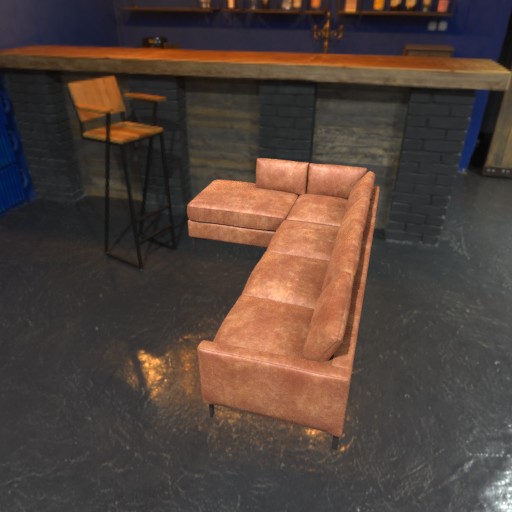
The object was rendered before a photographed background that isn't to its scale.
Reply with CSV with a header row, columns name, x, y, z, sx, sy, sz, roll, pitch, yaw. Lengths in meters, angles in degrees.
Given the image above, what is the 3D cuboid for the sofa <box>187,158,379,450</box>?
name,x,y,z,sx,sy,sz,roll,pitch,yaw
sofa,0.000,0.000,3.944,1.938,0.877,2.984,9,31,14
